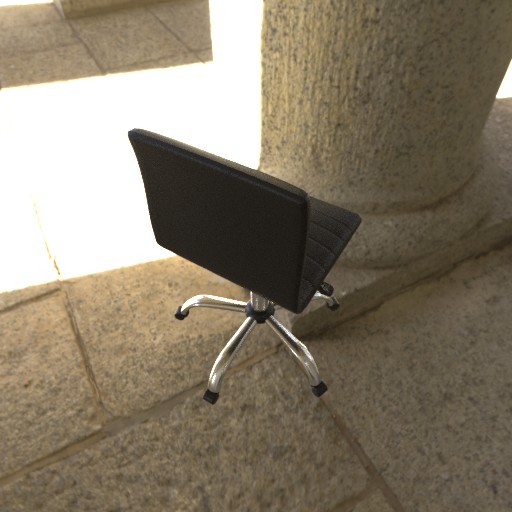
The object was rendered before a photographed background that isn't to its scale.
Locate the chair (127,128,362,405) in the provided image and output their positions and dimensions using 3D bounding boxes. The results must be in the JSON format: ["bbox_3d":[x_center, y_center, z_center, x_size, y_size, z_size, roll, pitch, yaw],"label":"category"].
[{"bbox_3d":[0.000,0.000,1.148,0.556,0.780,0.530,25,52,21],"label":"chair"}]
